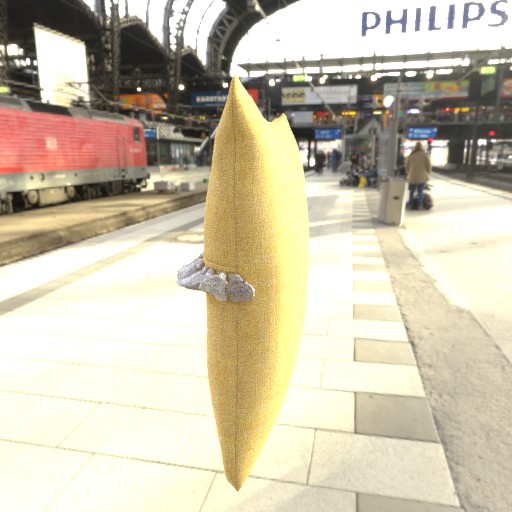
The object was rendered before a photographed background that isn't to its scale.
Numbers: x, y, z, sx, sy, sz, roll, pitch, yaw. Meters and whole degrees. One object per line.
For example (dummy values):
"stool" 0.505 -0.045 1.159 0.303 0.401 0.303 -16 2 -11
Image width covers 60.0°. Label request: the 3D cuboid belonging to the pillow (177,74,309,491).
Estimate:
"pillow" 0.000 0.000 0.718 0.167 0.481 0.485 2 13 10
